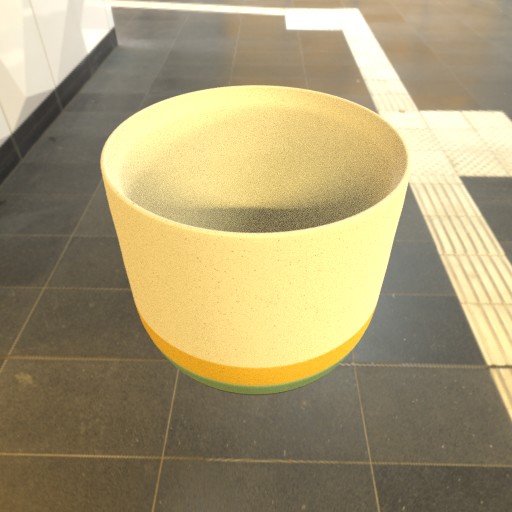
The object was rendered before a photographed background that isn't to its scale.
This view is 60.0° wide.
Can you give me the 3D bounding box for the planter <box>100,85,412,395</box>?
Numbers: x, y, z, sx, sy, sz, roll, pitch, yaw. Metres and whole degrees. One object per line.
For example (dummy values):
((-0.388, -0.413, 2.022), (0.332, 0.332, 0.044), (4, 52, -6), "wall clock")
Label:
((0.000, 0.000, 0.479), (0.268, 0.270, 0.268), (0, 42, 0), "planter")
